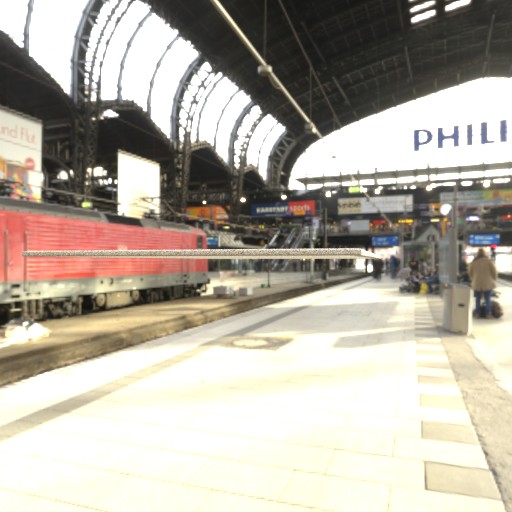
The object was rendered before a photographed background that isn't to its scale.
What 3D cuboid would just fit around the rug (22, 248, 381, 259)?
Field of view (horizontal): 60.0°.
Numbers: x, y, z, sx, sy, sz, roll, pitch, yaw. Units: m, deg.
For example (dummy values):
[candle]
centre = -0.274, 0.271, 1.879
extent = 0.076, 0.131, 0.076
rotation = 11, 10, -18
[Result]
[rug]
centre = 0.000, 0.000, 3.400
extent = 1.778, 0.030, 2.743
rotation = 0, -1, 17
